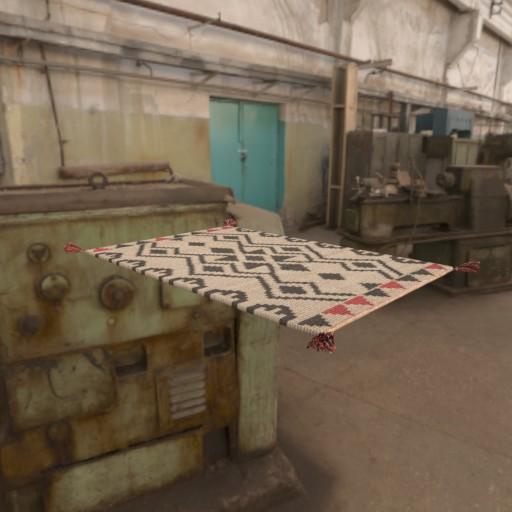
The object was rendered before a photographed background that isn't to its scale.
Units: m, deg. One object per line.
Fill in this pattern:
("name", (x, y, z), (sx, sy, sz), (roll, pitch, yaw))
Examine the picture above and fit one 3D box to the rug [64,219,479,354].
("rug", (0.000, 0.000, 2.600), (2.069, 0.067, 1.444), (13, 19, 43))
